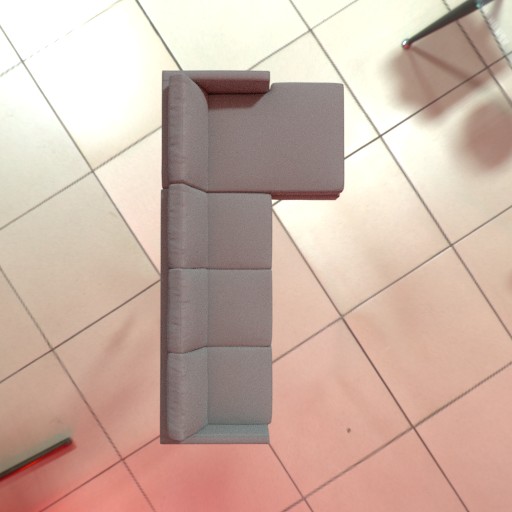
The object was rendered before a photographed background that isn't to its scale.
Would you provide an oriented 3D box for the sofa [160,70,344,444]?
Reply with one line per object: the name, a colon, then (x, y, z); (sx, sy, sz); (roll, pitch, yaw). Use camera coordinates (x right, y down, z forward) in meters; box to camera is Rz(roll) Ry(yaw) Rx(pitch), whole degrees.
sofa: (0.000, 0.000, 3.991); (1.622, 0.867, 3.177); (0, 89, 0)
